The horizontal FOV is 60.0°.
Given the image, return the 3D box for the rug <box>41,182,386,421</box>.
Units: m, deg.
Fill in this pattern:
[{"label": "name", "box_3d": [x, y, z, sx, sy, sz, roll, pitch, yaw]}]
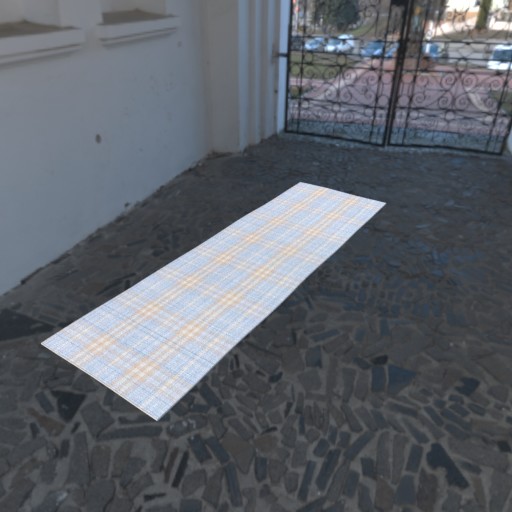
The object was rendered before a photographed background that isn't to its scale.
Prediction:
[{"label": "rug", "box_3d": [0.000, 0.000, 2.746, 0.762, 0.013, 2.439, 20, 36, 29]}]
